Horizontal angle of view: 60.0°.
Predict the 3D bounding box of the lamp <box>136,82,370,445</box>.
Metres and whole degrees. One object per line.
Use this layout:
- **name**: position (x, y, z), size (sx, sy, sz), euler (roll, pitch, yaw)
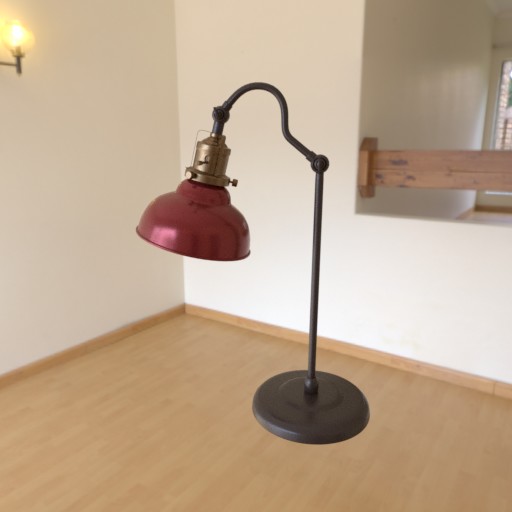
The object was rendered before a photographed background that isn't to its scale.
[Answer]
- **lamp**: position (0.000, 0.000, 0.690), size (0.374, 0.508, 0.192), euler (2, 14, 9)
